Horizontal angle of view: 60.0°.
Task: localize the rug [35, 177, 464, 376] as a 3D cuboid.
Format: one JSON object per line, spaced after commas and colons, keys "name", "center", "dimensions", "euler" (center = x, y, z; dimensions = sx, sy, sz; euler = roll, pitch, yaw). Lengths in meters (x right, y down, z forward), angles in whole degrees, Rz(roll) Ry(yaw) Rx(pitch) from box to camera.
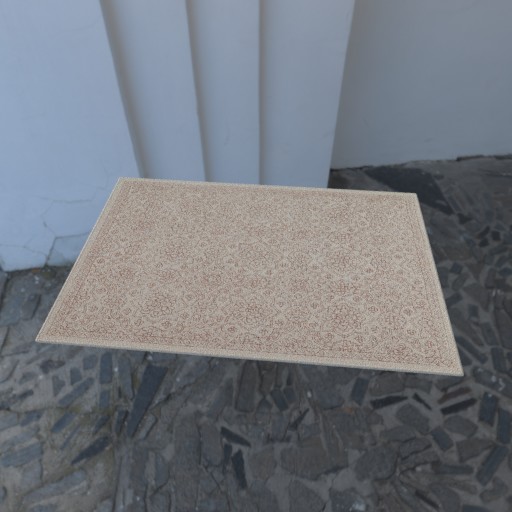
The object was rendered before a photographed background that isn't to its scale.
{"name": "rug", "center": [0.000, 0.000, 2.300], "dimensions": [1.829, 0.010, 1.219], "euler": [4, 46, 4]}
